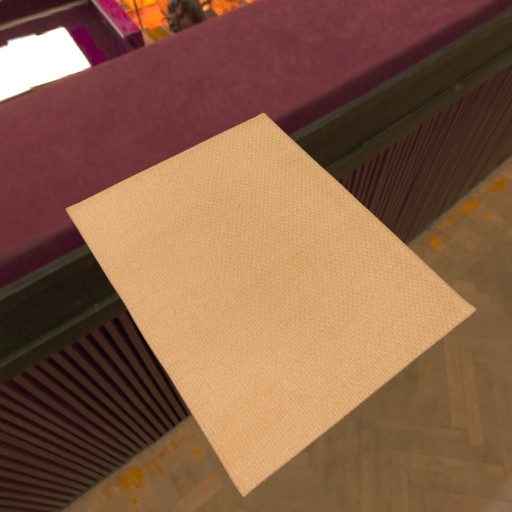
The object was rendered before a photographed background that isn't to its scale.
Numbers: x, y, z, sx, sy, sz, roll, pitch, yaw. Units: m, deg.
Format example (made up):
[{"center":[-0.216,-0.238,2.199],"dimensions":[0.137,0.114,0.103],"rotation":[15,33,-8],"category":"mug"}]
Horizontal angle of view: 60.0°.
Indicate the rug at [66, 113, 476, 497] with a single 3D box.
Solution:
[{"center":[0.000,0.000,3.826],"dimensions":[2.277,0.035,2.897],"rotation":[-31,63,-18],"category":"rug"}]
